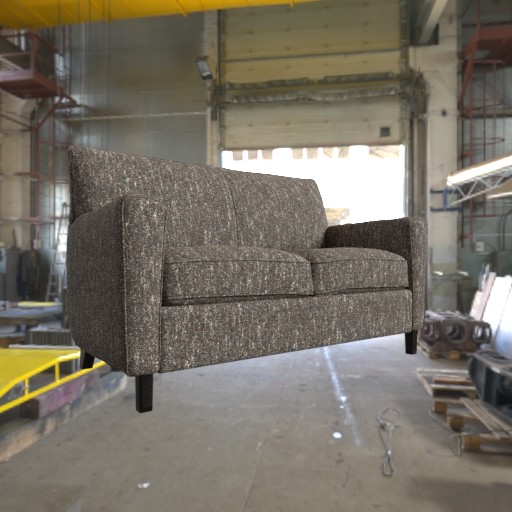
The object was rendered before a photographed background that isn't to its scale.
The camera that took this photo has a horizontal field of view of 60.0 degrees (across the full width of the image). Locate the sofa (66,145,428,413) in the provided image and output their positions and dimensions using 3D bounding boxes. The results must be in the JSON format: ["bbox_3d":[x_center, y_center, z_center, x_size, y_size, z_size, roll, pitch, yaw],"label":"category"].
[{"bbox_3d":[0.000,0.000,2.028,1.519,0.946,0.801,0,0,-36],"label":"sofa"}]
